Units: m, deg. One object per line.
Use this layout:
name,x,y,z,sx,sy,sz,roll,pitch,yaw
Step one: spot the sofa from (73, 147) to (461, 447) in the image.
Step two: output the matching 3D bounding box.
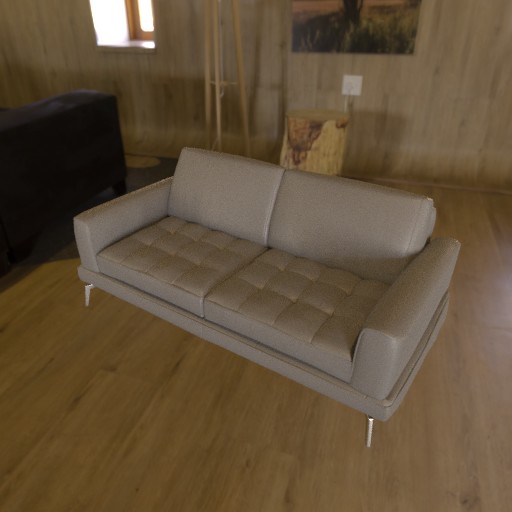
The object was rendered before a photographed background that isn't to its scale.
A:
sofa,0.000,0.000,2.718,2.177,0.930,1.121,18,34,29
